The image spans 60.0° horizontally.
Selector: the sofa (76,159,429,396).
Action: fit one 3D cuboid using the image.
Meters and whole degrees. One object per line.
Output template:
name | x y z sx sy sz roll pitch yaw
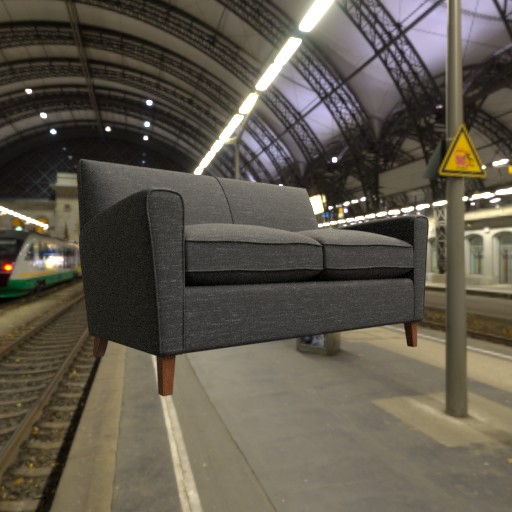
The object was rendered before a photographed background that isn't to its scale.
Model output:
sofa | 0.000 0.000 2.018 1.420 0.846 0.875 0 -1 -37
